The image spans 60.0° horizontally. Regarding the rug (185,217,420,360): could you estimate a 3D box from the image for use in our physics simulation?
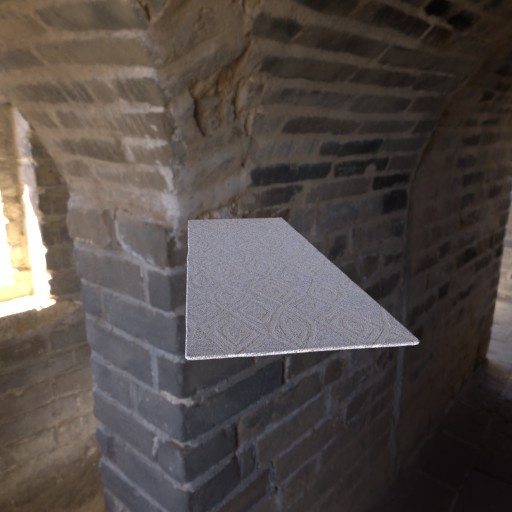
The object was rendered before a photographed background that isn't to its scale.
[{"bbox_3d":[0.000,0.000,2.624,0.807,0.013,2.436,-2,15,-8],"label":"rug"}]
